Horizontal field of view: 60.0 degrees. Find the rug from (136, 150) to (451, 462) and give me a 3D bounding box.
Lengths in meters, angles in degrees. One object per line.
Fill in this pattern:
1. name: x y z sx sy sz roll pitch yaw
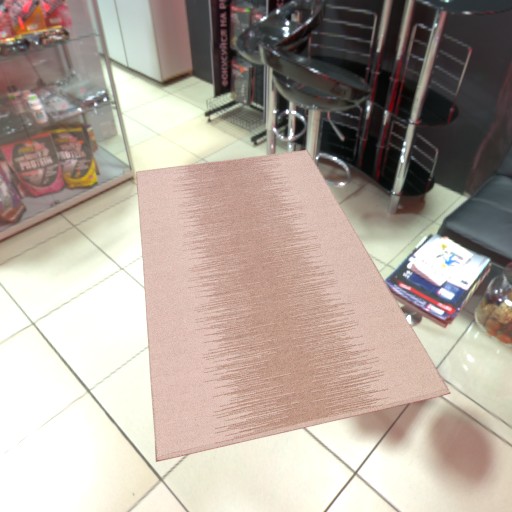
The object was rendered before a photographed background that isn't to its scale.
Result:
1. rug: 0.000 0.000 3.025 1.522 0.012 2.440 -9 45 -9
